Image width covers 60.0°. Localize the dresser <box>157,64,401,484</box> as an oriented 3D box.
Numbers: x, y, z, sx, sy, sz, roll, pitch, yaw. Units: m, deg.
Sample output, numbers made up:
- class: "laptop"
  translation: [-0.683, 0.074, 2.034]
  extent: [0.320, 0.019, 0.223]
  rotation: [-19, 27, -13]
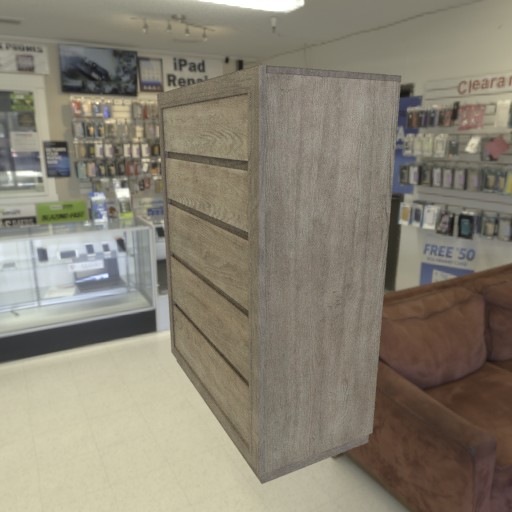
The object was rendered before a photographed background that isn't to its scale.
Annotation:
- class: "dresser"
  translation: [0.000, 0.000, 1.806]
  extent: [0.483, 1.295, 0.967]
  rotation: [-8, 17, -26]
